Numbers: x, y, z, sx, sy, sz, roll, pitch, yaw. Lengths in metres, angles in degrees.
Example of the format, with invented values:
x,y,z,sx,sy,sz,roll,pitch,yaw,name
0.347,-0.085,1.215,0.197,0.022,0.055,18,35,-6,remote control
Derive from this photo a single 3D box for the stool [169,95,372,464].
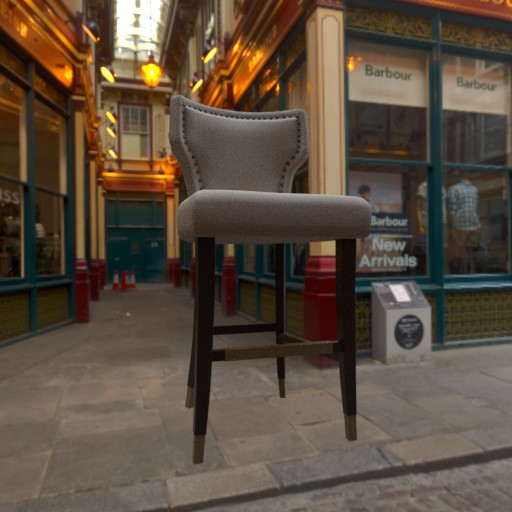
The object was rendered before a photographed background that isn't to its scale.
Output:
x,y,z,sx,sy,sz,roll,pitch,yaw,name
0.000,0.000,1.437,0.526,1.092,0.563,0,0,-18,stool
